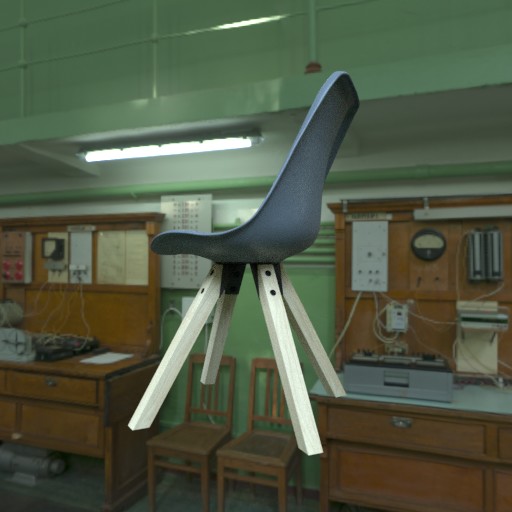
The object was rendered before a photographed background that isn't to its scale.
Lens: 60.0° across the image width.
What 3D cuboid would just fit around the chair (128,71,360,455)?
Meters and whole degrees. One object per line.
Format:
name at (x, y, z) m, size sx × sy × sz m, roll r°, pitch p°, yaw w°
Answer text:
chair at (0.000, 0.000, 1.210) m, size 0.550 × 0.850 × 0.485 m, roll 0°, pitch 0°, yaw 18°
